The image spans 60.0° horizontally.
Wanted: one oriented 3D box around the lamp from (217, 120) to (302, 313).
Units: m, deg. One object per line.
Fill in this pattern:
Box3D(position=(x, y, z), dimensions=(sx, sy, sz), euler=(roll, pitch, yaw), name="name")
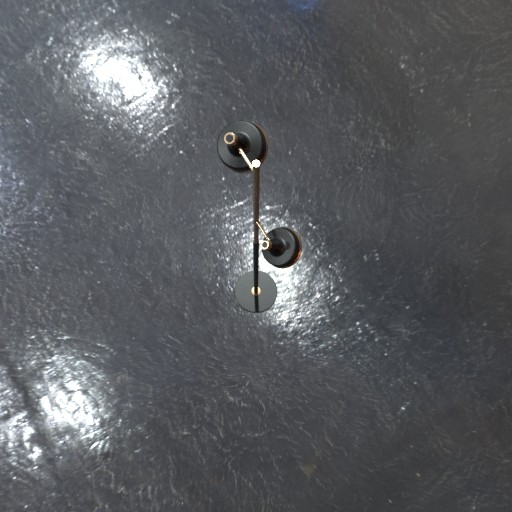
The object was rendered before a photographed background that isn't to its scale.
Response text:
Box3D(position=(0.000, 0.000, 1.823), dimensions=(0.253, 1.674, 0.351), euler=(-30, 77, -7), name="lamp")
